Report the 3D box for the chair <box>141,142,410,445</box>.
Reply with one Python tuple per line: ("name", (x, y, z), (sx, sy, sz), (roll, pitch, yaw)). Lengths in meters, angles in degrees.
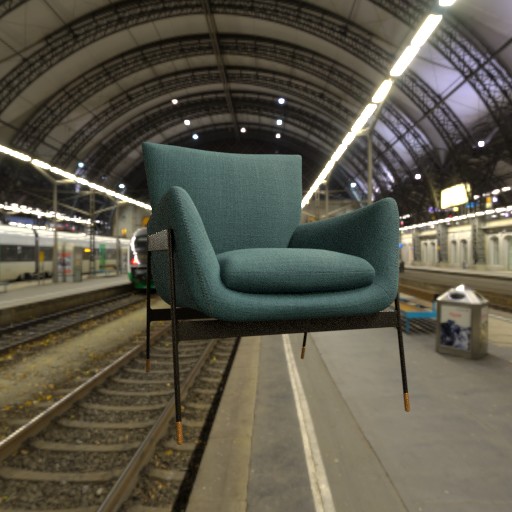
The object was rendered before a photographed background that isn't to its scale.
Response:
("chair", (0.000, 0.000, 1.454), (0.678, 0.859, 0.769), (0, 0, -20))
